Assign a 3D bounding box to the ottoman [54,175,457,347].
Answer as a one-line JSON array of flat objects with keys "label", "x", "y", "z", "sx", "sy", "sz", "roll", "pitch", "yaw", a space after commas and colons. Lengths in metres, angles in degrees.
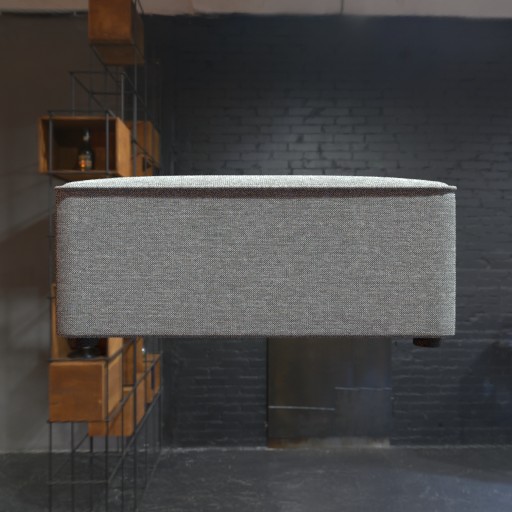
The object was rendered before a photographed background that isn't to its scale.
[{"label": "ottoman", "x": 0.000, "y": 0.000, "z": 1.571, "sx": 1.005, "sy": 0.455, "sz": 1.005, "roll": 0, "pitch": 0, "yaw": 0}]
